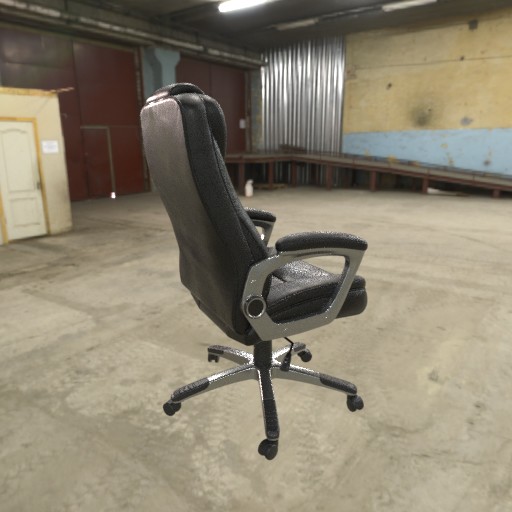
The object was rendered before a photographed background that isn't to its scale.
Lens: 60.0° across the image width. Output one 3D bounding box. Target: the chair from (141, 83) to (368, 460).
[{"bbox_3d":[0.000,0.000,1.537,0.689,1.075,0.697,-7,15,-25],"label":"chair"}]
